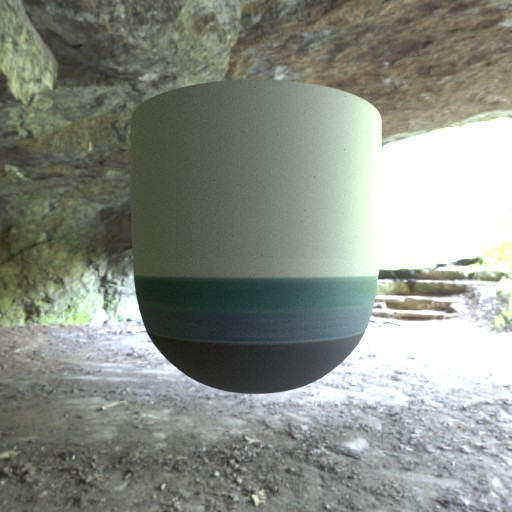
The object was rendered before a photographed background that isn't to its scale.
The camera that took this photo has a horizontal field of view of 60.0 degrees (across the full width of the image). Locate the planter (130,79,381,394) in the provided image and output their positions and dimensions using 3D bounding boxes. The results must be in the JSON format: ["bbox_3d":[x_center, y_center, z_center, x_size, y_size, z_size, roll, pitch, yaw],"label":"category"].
[{"bbox_3d":[0.000,0.000,0.372,0.204,0.214,0.204,0,-1,0],"label":"planter"}]
